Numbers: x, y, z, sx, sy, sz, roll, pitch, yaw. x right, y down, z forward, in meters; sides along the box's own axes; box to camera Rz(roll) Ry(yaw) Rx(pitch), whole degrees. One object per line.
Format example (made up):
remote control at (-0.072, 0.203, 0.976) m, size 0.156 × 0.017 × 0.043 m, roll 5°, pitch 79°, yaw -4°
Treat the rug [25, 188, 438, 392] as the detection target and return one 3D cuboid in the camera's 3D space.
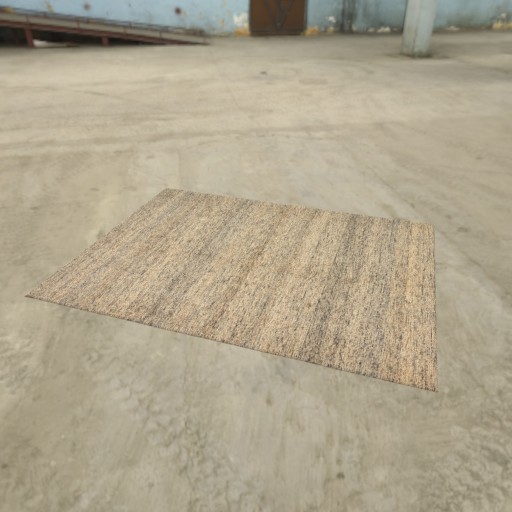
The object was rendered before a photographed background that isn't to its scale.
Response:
rug at (0.000, 0.000, 4.176) m, size 3.199 × 0.036 × 2.414 m, roll 10°, pitch 33°, yaw 16°
